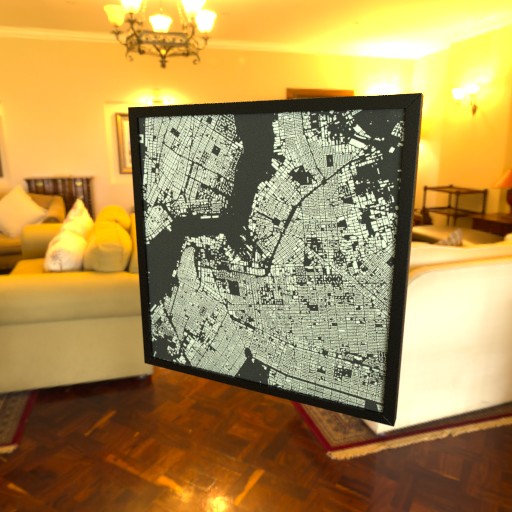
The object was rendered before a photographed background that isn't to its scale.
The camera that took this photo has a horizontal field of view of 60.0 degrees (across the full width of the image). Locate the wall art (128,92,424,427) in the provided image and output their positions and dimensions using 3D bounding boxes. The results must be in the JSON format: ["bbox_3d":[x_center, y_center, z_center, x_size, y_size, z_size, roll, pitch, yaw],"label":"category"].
[{"bbox_3d":[0.000,0.000,1.151,0.755,0.761,0.038,6,15,25],"label":"wall art"}]
